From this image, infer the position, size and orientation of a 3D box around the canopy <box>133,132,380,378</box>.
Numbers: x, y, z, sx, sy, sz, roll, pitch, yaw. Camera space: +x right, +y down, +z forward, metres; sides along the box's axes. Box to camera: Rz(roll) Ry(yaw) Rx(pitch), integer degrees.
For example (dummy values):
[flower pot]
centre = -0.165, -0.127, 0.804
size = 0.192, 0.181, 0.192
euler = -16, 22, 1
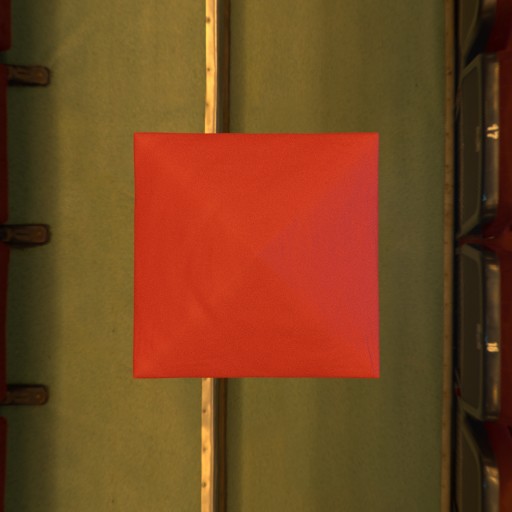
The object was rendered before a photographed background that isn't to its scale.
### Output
[canopy]
centre = 0.000, 0.000, 6.482
size = 3.599, 3.600, 3.600
euler = 0, 89, 0
